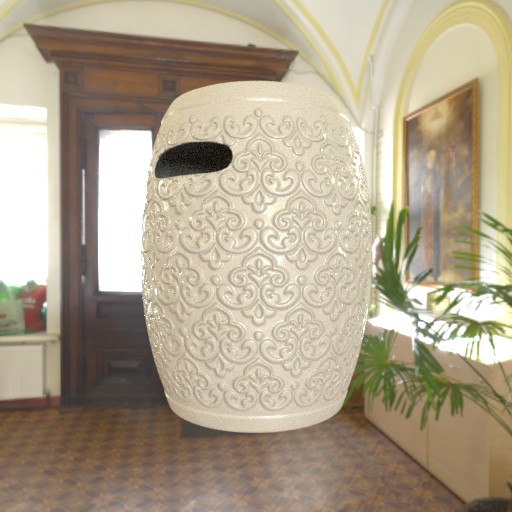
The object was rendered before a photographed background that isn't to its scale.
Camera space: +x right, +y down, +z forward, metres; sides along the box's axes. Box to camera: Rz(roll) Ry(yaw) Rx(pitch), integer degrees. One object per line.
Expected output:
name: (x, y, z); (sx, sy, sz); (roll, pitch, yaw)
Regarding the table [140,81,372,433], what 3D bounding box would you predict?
table: (0.000, 0.000, 0.609); (0.309, 0.397, 0.309); (0, 1, 0)
